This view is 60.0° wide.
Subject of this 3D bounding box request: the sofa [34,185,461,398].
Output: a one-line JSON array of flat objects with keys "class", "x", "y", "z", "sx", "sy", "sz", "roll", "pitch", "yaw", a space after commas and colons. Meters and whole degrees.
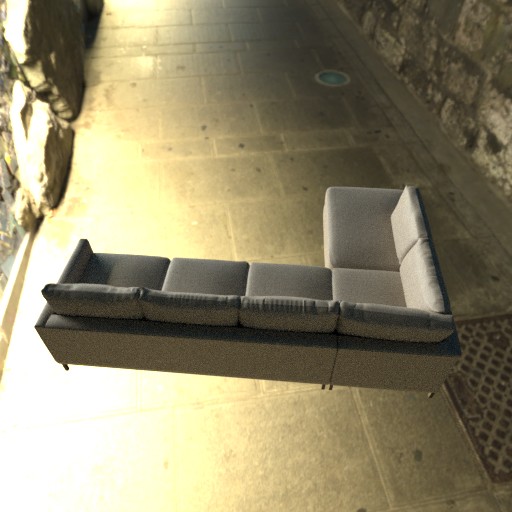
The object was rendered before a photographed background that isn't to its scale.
[{"class": "sofa", "x": 0.000, "y": 0.000, "z": 3.107, "sx": 2.423, "sy": 0.703, "sz": 1.617, "roll": 4, "pitch": 46, "yaw": 3}]
